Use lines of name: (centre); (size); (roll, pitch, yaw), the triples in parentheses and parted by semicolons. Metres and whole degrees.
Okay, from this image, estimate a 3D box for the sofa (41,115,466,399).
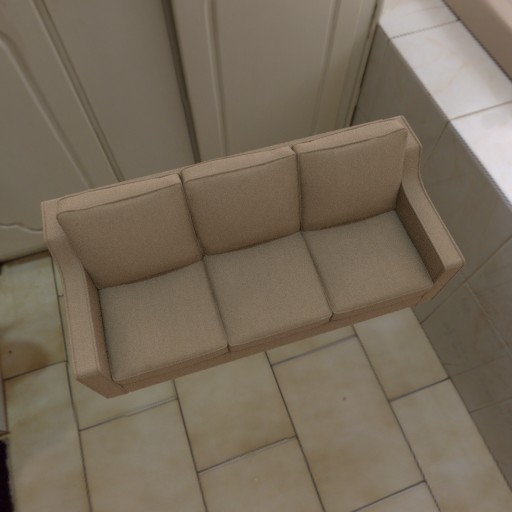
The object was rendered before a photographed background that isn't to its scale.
sofa: (0.000, 0.000, 2.460); (1.986, 0.974, 0.911); (-15, 64, -8)
